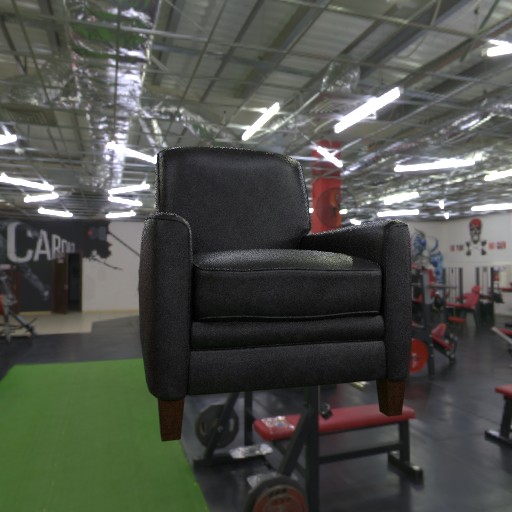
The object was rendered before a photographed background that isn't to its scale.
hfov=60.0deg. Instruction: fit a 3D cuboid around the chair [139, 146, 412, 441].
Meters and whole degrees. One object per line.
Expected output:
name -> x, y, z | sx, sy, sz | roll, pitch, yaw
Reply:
chair -> 0.000, 0.000, 1.658 | 0.848, 1.014, 0.864 | 0, -1, -16
